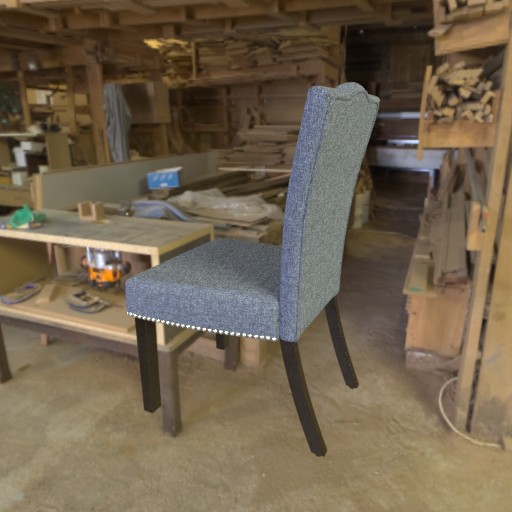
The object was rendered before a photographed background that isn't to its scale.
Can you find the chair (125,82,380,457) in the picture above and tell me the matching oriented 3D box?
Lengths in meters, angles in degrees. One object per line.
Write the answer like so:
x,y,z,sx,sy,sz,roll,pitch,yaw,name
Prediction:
0.000,0.000,1.315,0.589,0.946,0.518,9,20,25,chair
